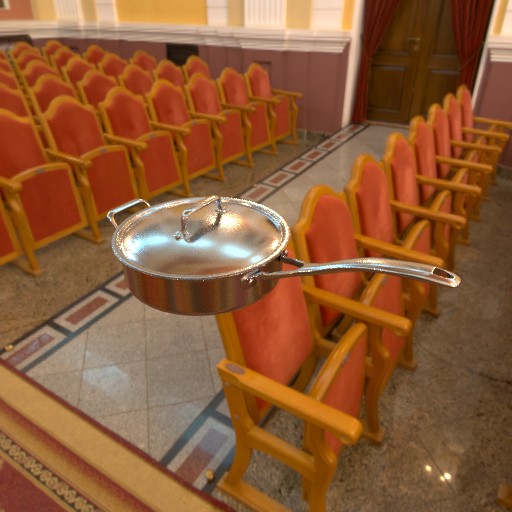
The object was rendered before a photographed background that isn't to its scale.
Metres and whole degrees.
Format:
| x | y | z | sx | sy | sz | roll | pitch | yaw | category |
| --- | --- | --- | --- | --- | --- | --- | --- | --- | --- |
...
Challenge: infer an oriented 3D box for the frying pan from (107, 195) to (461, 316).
| x | y | z | sx | sy | sz | roll | pitch | yaw | category |
| --- | --- | --- | --- | --- | --- | --- | --- | --- | --- |
| 0.000 | 0.000 | 0.585 | 0.492 | 0.111 | 0.245 | 18 | 35 | 28 | frying pan |
